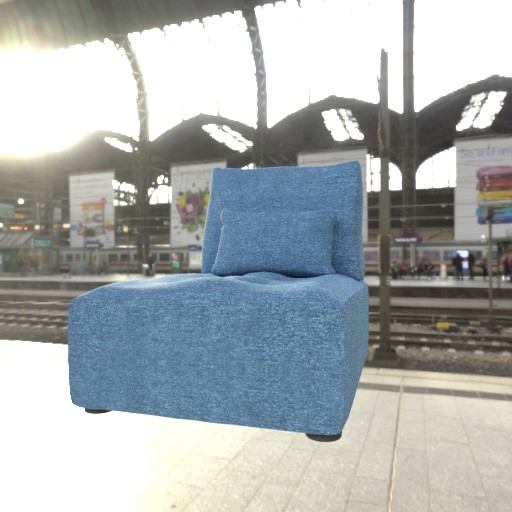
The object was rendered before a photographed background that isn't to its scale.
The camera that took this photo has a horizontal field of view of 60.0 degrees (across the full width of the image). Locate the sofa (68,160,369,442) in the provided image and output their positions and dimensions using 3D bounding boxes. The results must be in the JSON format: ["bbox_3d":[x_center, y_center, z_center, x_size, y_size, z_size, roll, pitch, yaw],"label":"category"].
[{"bbox_3d":[0.000,0.000,1.512,0.700,0.820,1.000,0,-1,17],"label":"sofa"}]
